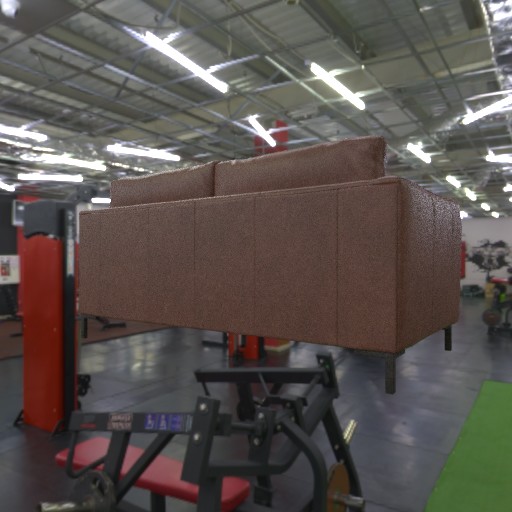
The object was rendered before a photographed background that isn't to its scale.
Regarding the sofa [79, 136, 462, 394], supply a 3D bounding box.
[{"bbox_3d":[0.000,0.000,2.242,1.797,0.883,0.899,0,0,35],"label":"sofa"}]
